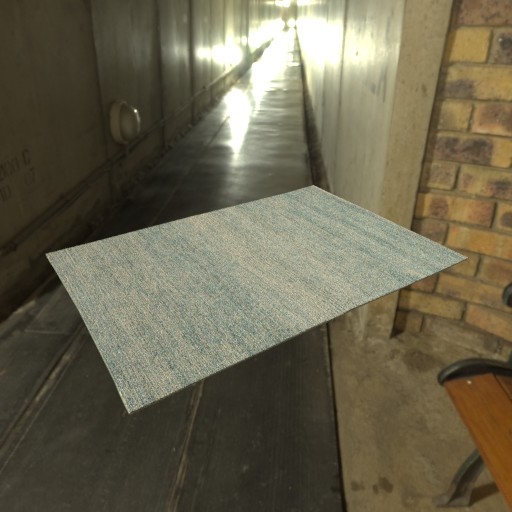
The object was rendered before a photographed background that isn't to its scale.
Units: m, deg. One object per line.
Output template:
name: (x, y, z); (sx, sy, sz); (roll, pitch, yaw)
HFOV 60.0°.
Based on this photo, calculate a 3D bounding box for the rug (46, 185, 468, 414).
rug: (0.000, 0.000, 5.167); (4.078, 0.052, 2.802); (-18, 34, -28)
